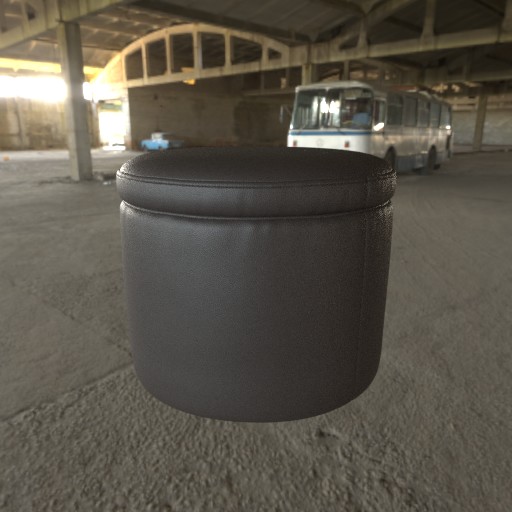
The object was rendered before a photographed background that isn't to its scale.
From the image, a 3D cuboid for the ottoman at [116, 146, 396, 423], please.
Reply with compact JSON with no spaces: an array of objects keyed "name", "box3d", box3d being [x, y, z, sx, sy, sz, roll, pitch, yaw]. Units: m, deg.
[{"name":"ottoman","box3d":[0.000,0.000,0.864,0.500,0.409,0.500,0,16,0]}]
